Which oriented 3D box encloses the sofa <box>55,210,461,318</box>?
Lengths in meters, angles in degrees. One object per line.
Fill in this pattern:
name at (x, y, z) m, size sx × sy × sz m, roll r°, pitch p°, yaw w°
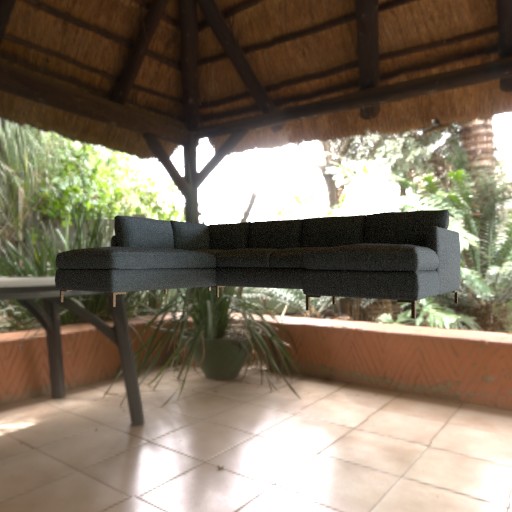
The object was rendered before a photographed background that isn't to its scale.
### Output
sofa at (0.000, 0.000, 3.569) m, size 2.737 × 0.753 × 1.879 m, roll -1°, pitch -1°, yaw 36°
